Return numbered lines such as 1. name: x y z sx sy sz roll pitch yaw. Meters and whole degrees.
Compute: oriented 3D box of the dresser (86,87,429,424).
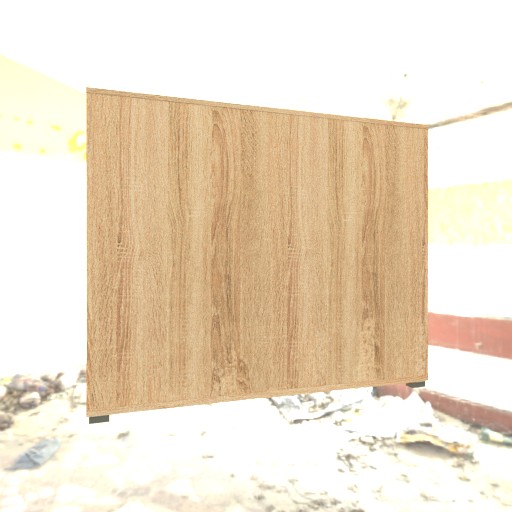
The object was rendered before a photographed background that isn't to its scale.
1. dresser: 0.000 0.000 1.563 1.100 0.900 0.450 0 0 -18
